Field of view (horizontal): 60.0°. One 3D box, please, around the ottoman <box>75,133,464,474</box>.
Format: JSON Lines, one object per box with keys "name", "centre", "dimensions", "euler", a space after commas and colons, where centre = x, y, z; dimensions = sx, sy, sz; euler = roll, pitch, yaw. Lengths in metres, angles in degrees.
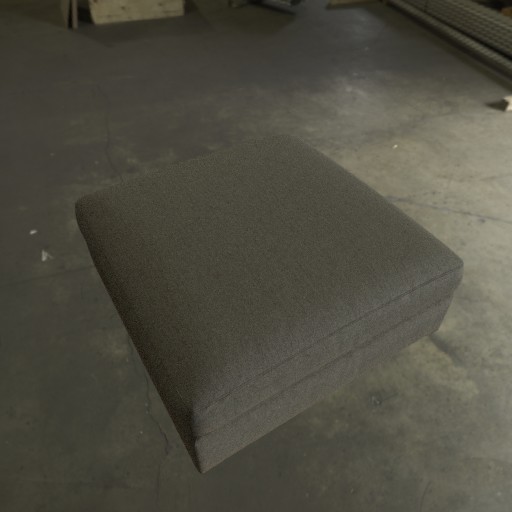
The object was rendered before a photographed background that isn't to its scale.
{"name": "ottoman", "centre": [0.000, 0.000, 1.652], "dimensions": [1.041, 0.470, 1.041], "euler": [-23, 49, -22]}
